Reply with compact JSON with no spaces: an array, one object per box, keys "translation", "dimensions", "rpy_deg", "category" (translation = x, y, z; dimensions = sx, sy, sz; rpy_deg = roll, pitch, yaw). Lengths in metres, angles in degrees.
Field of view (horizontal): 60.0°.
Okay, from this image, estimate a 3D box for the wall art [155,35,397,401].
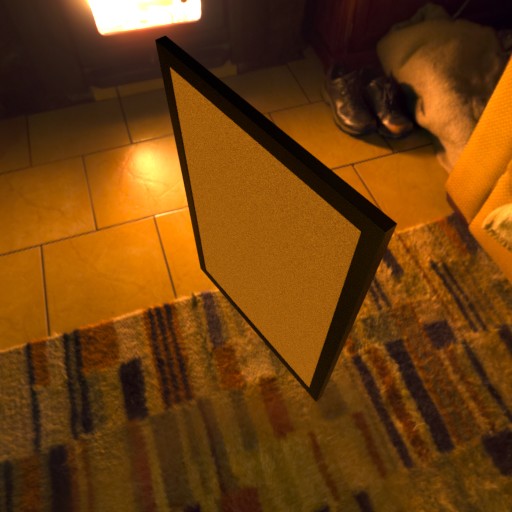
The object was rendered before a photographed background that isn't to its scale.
[{"translation":[0.000,0.000,0.556],"dimensions":[0.013,0.432,0.304],"rpy_deg":[-34,63,-20],"category":"wall art"}]
